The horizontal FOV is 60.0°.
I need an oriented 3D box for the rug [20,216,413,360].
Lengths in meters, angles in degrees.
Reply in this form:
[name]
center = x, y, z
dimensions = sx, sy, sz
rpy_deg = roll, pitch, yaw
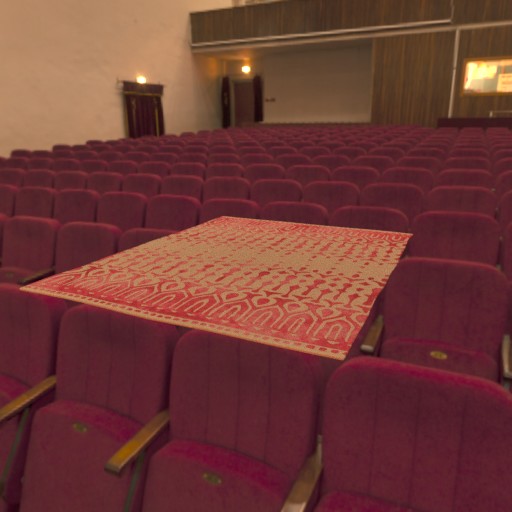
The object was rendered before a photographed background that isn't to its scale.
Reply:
[rug]
center = 0.000, 0.000, 4.099
dimensions = 2.441, 0.016, 3.095
rpy_deg = 7, 18, 24
